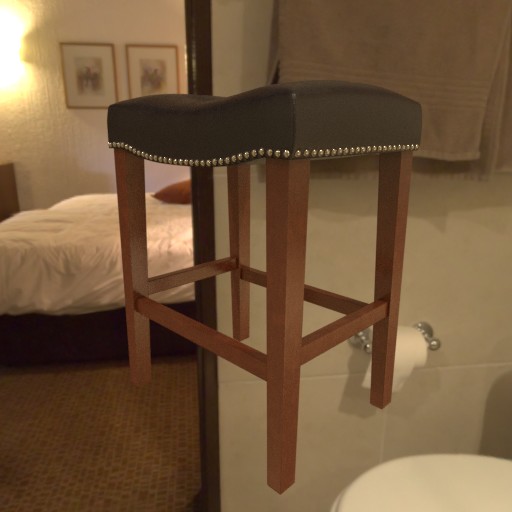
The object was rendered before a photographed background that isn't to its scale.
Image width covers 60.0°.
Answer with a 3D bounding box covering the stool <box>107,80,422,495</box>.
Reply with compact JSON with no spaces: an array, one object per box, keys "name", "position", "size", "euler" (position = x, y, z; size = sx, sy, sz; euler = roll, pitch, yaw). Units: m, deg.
[{"name":"stool","position":[0.000,0.000,0.926],"size":[0.372,0.654,0.504],"euler":[-15,22,-43]}]
